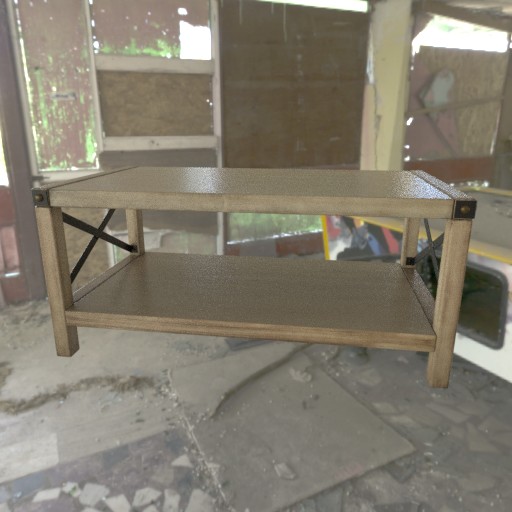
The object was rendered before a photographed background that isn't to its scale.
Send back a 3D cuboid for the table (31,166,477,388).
[{"bbox_3d":[0.000,0.000,1.303,1.016,0.456,0.559,3,17,8],"label":"table"}]
